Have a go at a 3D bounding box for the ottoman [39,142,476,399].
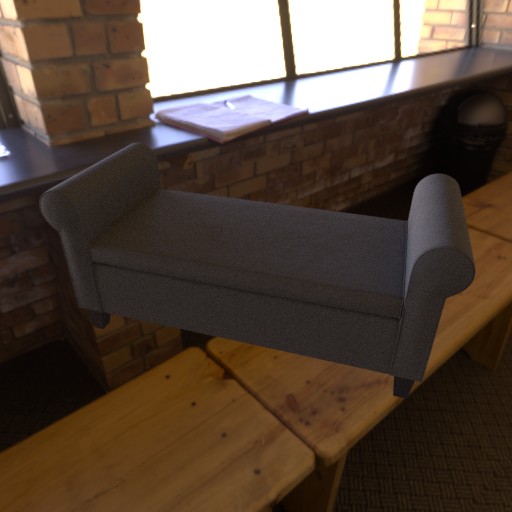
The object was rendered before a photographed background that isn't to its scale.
[{"bbox_3d":[0.000,0.000,1.530,1.256,0.547,0.521,9,33,15],"label":"ottoman"}]
